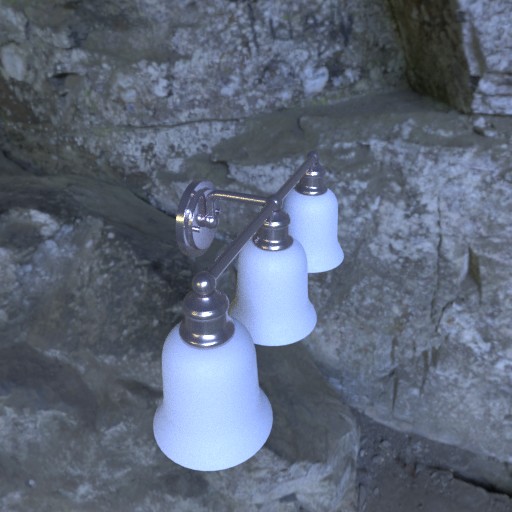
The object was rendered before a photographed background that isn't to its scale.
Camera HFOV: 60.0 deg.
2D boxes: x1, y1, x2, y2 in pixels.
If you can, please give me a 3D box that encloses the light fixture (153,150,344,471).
[{"bbox_3d":[0.000,0.000,0.668,0.198,0.211,0.570,11,32,18],"label":"light fixture"}]
